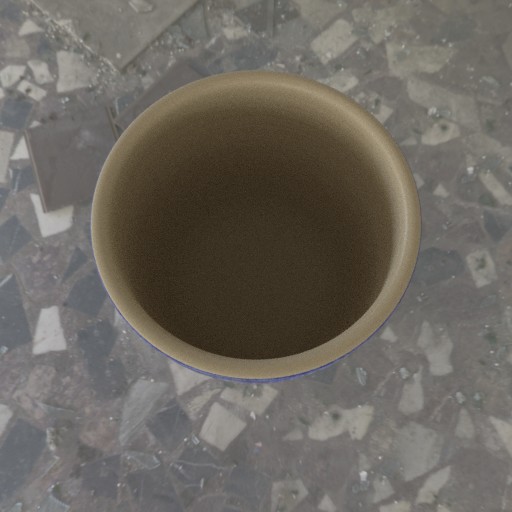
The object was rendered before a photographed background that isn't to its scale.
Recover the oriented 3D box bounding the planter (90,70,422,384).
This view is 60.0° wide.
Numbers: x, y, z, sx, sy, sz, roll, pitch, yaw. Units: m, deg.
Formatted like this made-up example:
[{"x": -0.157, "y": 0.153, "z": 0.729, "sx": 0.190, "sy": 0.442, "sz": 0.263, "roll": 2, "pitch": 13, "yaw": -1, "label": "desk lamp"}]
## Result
[{"x": 0.000, "y": 0.000, "z": 0.197, "sx": 0.109, "sy": 0.112, "sz": 0.109, "roll": 0, "pitch": 74, "yaw": 0, "label": "planter"}]
